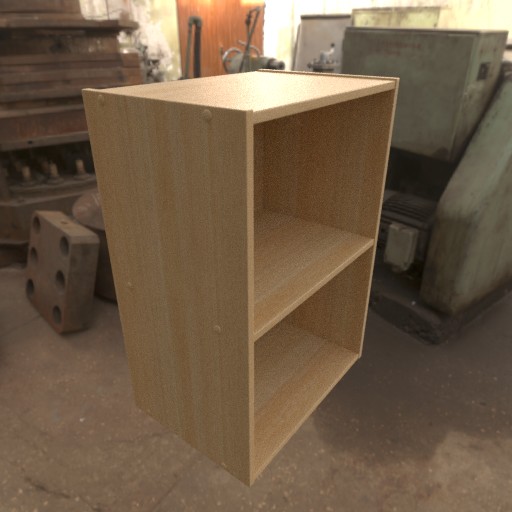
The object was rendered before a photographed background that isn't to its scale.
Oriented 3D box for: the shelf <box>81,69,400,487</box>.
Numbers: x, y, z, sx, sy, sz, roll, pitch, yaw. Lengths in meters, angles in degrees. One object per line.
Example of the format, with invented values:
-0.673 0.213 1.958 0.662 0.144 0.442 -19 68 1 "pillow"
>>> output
0.000 0.000 0.810 0.290 0.592 0.414 19 33 33 "shelf"
